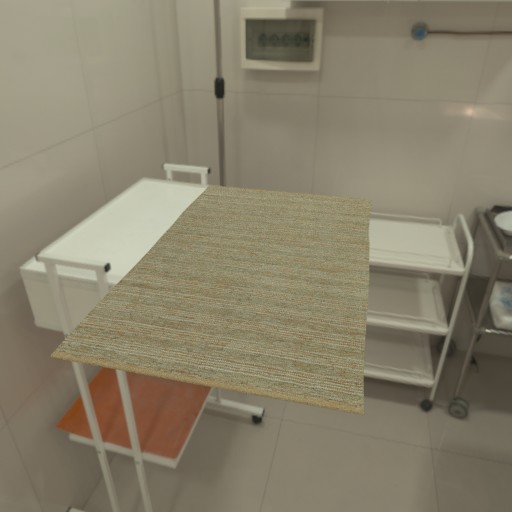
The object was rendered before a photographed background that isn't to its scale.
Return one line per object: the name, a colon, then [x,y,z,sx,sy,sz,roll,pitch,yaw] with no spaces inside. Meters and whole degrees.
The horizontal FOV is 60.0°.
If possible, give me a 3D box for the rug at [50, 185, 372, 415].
rug: [0.000,0.000,3.079,1.540,0.012,2.448,7,30,12]
